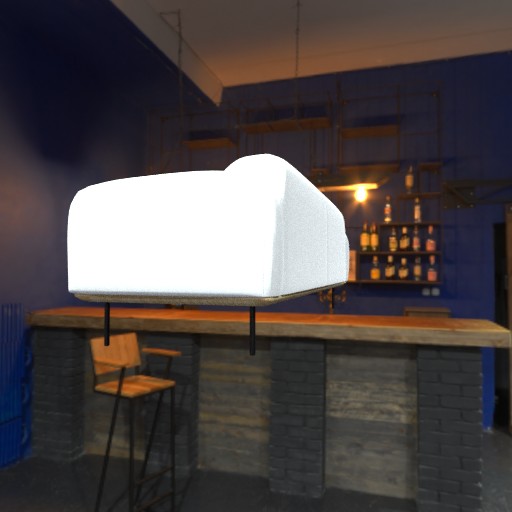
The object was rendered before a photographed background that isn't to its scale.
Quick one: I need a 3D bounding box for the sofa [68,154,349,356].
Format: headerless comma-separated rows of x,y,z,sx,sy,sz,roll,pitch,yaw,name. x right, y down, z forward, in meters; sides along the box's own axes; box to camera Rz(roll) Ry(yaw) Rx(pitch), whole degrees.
0.000,0.000,2.651,0.870,0.780,2.280,-1,-2,18,sofa
